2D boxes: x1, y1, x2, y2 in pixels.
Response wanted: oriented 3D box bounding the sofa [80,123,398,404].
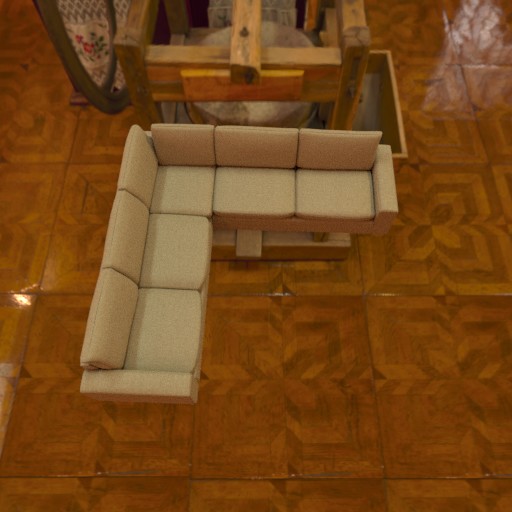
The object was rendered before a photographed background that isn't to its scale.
[{"bbox_3d":[0.000,0.000,4.179,2.742,0.800,2.622,2,64,1],"label":"sofa"}]
